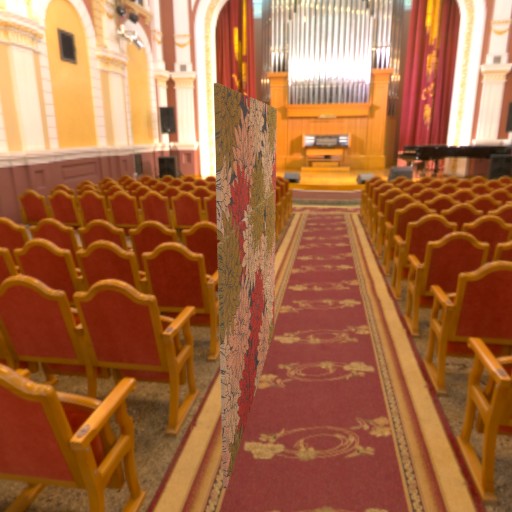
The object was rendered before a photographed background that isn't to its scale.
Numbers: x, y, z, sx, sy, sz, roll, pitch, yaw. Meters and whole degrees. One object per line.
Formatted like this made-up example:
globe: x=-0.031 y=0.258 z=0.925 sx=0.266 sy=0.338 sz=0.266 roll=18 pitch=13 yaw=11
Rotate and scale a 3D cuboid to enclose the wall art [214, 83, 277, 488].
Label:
wall art: x=0.000 y=0.000 z=1.832 sx=0.013 sy=1.218 sz=1.206 roll=3 pitch=16 yaw=9
